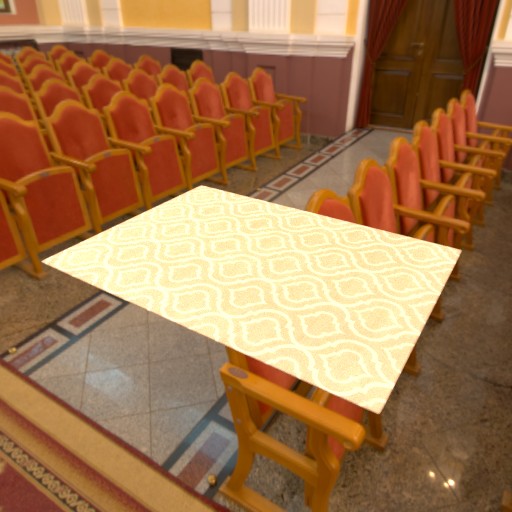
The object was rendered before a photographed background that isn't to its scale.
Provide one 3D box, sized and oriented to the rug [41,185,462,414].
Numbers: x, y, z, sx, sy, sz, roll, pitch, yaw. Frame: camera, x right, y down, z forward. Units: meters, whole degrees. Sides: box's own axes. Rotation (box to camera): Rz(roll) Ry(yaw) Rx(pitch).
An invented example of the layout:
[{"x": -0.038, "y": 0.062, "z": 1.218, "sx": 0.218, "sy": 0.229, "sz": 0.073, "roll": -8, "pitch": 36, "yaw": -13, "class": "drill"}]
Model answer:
[{"x": 0.000, "y": 0.000, "z": 4.352, "sx": 3.353, "sy": 0.010, "sz": 2.438, "roll": 18, "pitch": 34, "yaw": 28, "class": "rug"}]
